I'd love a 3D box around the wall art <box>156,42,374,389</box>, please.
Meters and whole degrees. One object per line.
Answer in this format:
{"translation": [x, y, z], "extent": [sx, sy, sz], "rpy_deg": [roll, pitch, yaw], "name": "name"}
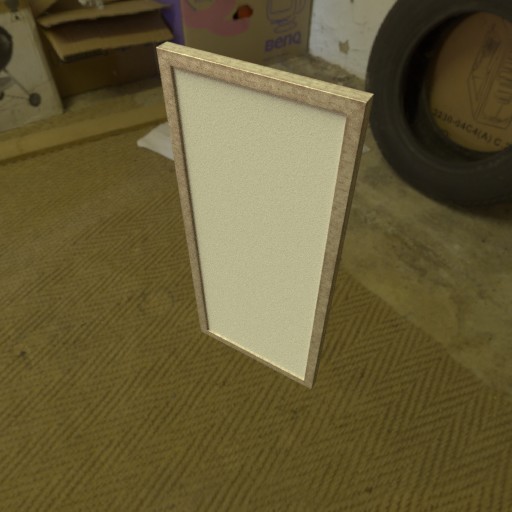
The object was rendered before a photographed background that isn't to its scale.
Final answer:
{"translation": [0.000, 0.000, 1.721], "extent": [0.648, 1.461, 0.051], "rpy_deg": [23, 51, 21], "name": "wall art"}
